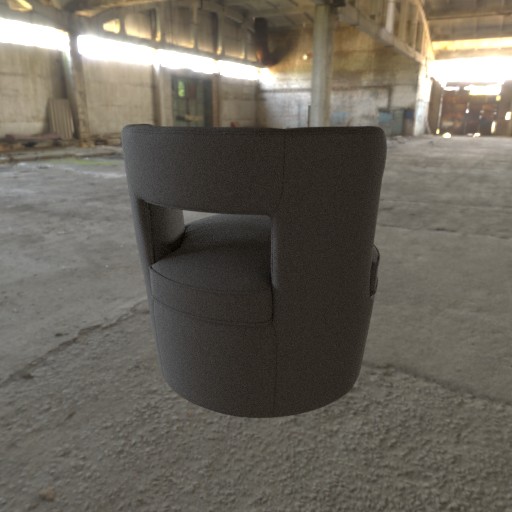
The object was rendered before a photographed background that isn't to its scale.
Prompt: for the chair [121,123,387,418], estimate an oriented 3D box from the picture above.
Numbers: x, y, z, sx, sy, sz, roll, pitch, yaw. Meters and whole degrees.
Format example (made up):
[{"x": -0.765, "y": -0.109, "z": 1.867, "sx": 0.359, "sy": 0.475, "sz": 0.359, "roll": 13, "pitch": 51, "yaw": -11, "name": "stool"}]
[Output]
[{"x": 0.000, "y": 0.000, "z": 1.261, "sx": 0.689, "sy": 0.719, "sz": 0.660, "roll": 9, "pitch": 20, "yaw": 26, "name": "chair"}]
